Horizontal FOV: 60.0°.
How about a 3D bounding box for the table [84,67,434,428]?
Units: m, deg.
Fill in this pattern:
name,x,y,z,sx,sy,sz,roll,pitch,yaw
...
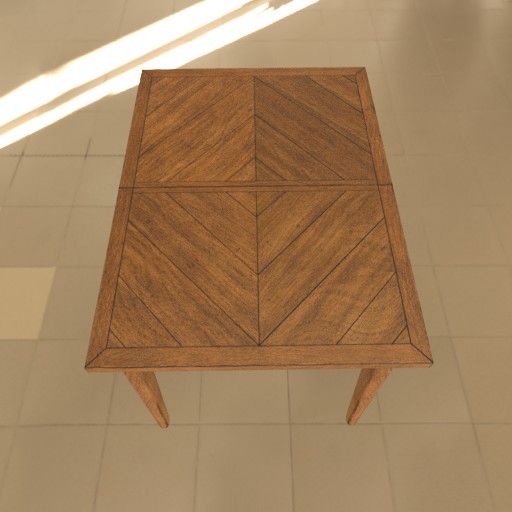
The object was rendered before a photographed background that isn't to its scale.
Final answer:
name,x,y,z,sx,sy,sz,roll,pitch,yaw
table,0.000,0.000,1.551,0.757,0.760,1.027,-1,58,0
